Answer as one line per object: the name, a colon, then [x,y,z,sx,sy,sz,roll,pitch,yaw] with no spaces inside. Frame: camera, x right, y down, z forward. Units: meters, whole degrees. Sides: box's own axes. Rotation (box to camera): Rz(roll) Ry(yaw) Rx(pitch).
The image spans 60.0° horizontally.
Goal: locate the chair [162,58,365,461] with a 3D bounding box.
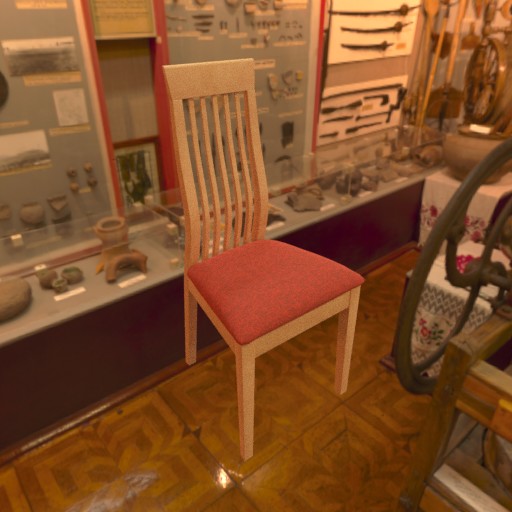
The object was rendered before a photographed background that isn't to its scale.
chair: [0.000,0.000,1.315,0.460,1.027,0.474,-21,36,-32]
